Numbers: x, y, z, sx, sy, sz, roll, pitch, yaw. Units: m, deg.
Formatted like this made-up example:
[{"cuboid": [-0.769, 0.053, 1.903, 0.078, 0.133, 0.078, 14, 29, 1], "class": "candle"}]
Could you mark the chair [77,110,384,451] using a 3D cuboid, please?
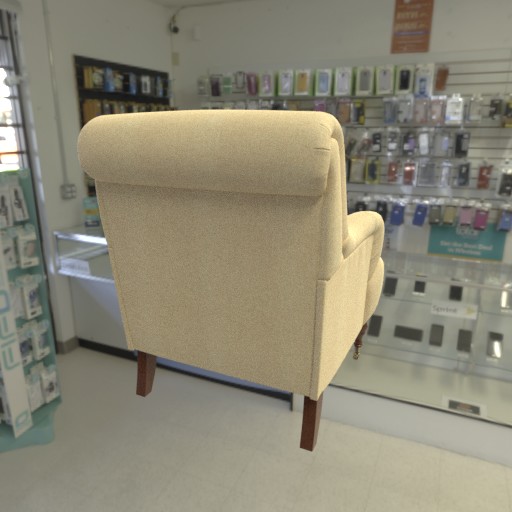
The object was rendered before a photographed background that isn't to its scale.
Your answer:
[{"cuboid": [0.000, 0.000, 1.541, 0.766, 0.944, 0.842, 8, 18, 25], "class": "chair"}]
